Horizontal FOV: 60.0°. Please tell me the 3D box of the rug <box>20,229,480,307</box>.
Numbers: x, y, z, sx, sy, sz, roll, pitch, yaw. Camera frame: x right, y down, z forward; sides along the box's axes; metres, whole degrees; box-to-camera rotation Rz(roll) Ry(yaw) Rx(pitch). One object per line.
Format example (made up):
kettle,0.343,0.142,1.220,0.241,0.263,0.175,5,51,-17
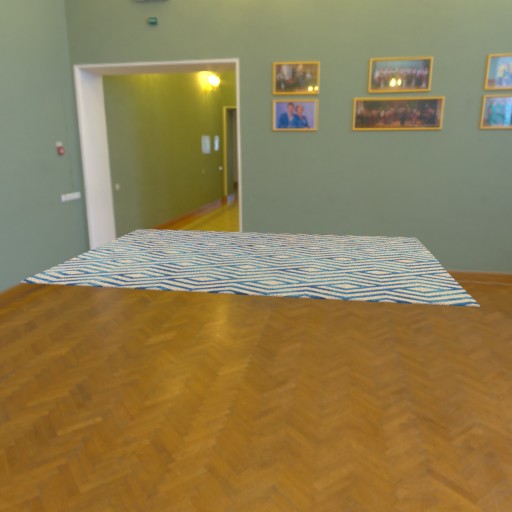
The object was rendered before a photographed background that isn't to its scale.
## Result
rug,0.000,0.000,2.319,1.830,0.008,1.225,2,14,9
